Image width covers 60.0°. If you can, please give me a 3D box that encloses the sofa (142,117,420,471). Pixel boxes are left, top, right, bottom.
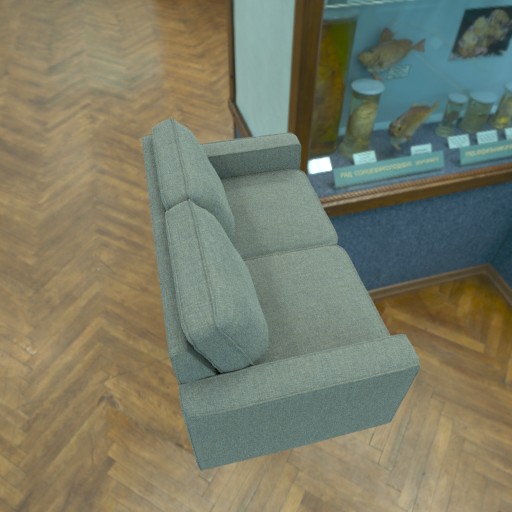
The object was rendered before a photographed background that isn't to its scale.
[{"bbox_3d":[0.000,0.000,2.281,0.945,0.915,1.706,-10,48,-9],"label":"sofa"}]
